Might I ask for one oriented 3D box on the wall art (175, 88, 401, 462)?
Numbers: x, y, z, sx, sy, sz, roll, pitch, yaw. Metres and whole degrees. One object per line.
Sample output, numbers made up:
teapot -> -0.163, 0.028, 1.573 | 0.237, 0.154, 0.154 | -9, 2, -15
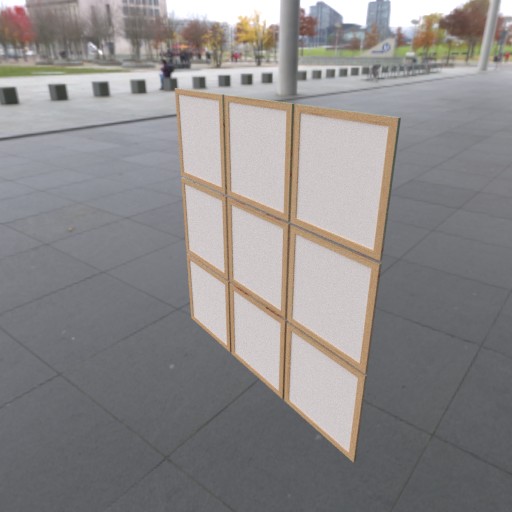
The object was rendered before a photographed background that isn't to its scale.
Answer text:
wall art -> 0.000, 0.000, 2.268 | 0.013, 1.523, 1.517 | -17, 30, -33
